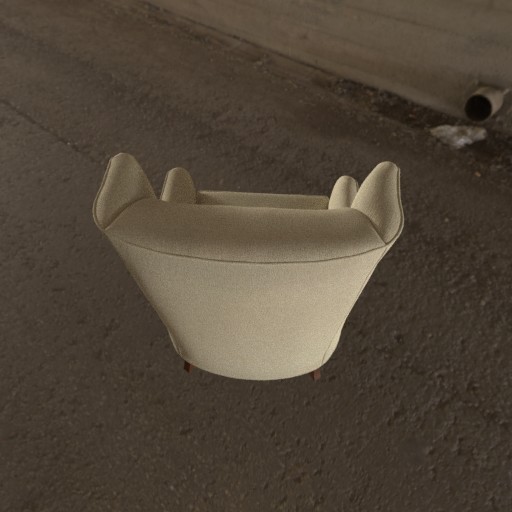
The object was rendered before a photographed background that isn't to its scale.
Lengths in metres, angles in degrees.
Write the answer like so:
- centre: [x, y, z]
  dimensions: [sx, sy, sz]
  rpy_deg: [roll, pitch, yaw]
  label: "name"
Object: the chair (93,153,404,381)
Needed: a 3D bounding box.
- centre: [0.000, 0.000, 1.702]
  dimensions: [0.838, 1.040, 0.966]
  rpy_deg: [3, 47, 3]
  label: "chair"
